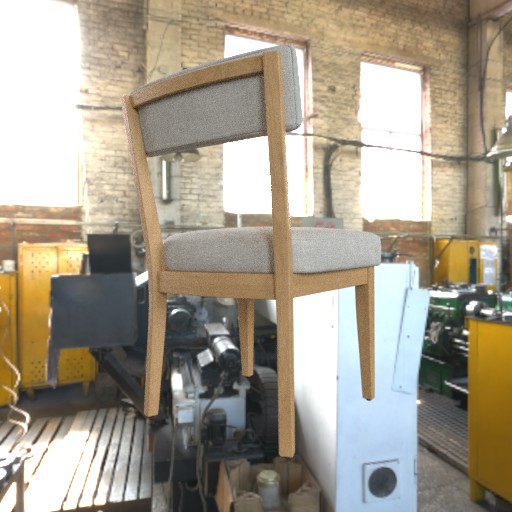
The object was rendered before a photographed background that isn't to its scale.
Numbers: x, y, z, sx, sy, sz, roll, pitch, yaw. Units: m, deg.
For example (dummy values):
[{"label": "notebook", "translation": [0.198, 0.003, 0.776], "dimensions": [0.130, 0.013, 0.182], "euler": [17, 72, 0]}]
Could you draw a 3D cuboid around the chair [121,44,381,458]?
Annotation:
[{"label": "chair", "translation": [0.000, 0.000, 1.180], "dimensions": [0.508, 0.832, 0.572], "euler": [0, 0, 34]}]
